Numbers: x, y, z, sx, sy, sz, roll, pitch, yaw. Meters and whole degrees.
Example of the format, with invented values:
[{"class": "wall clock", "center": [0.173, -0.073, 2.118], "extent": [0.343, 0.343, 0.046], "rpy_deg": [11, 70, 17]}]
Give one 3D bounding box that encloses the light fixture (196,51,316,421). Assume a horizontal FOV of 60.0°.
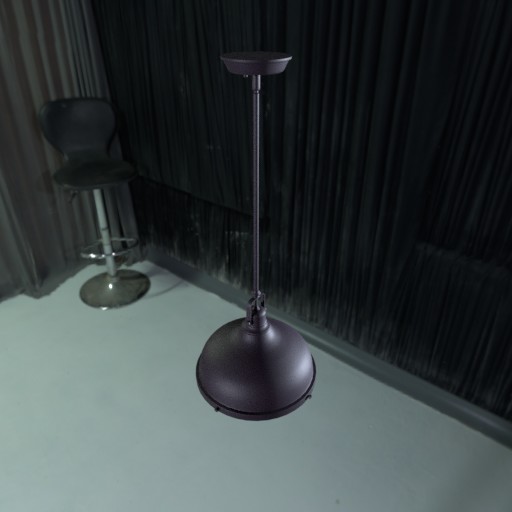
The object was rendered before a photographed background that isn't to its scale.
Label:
[{"class": "light fixture", "center": [0.000, 0.000, 1.024], "extent": [0.341, 0.849, 0.341], "rpy_deg": [20, 36, 30]}]
